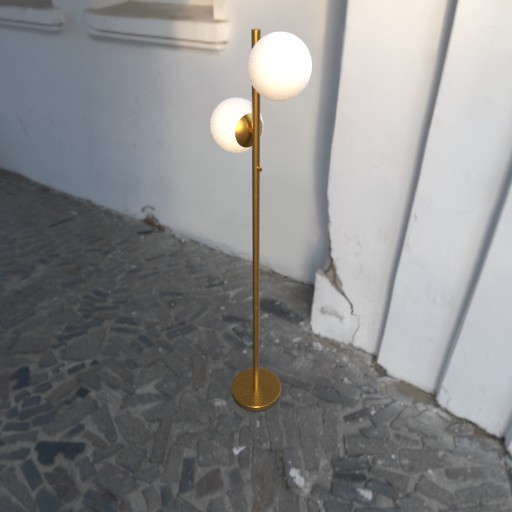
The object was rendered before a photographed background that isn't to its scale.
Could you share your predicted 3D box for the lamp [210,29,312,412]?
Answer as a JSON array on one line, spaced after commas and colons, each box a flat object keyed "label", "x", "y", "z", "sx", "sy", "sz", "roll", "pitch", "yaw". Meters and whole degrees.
[{"label": "lamp", "x": 0.000, "y": 0.000, "z": 1.784, "sx": 0.249, "sy": 1.641, "sz": 0.419, "roll": -23, "pitch": 40, "yaw": -30}]
